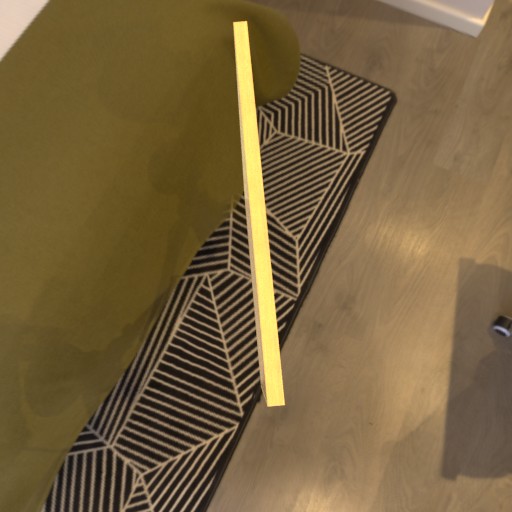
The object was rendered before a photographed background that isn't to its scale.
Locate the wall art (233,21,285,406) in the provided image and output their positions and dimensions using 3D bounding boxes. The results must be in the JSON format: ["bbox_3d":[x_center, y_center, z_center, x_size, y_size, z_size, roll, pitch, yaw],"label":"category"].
[{"bbox_3d":[0.000,0.000,1.351,0.030,1.002,0.798,-5,75,-1],"label":"wall art"}]
